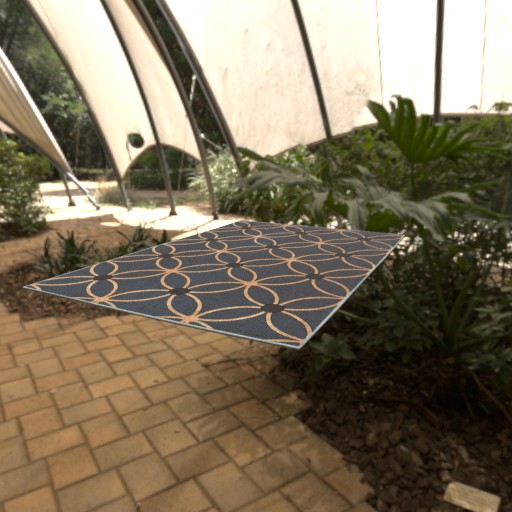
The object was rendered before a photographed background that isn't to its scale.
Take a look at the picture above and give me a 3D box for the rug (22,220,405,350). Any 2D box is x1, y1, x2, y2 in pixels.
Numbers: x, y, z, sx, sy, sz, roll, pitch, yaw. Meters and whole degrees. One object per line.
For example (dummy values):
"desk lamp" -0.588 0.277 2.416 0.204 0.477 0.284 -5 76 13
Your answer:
"rug" 0.000 0.000 2.890 1.522 0.008 2.284 7 16 26
